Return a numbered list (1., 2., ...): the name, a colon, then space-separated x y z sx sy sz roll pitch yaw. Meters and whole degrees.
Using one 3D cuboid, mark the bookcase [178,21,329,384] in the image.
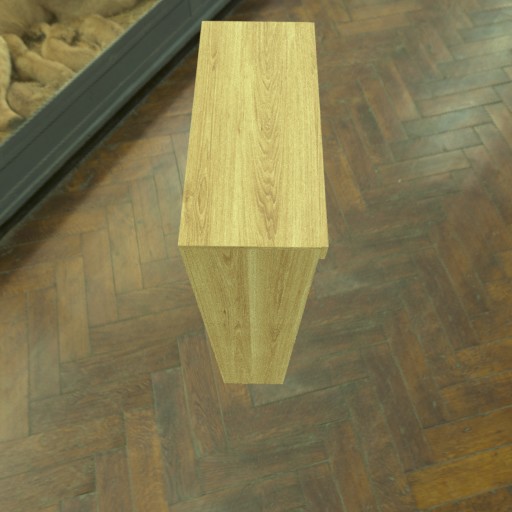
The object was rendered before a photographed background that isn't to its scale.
1. bookcase: 0.000 0.000 2.348 0.420 2.020 0.950 1 63 0
